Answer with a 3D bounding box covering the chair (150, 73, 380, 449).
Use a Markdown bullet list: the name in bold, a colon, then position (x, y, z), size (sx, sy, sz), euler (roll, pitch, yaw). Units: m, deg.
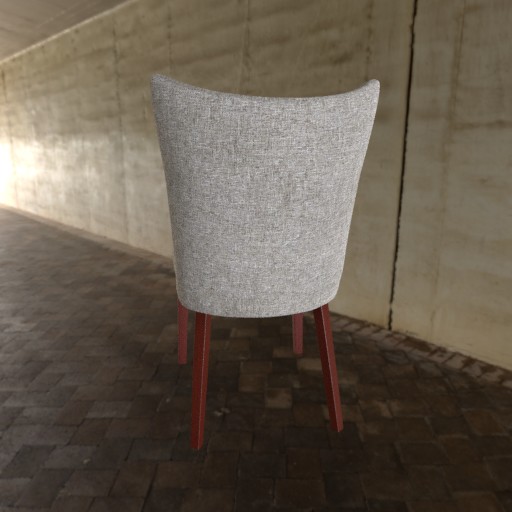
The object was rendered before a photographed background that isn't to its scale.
- **chair**: position (0.000, 0.000, 1.282), size (0.535, 0.924, 0.623), euler (-3, 14, -10)
